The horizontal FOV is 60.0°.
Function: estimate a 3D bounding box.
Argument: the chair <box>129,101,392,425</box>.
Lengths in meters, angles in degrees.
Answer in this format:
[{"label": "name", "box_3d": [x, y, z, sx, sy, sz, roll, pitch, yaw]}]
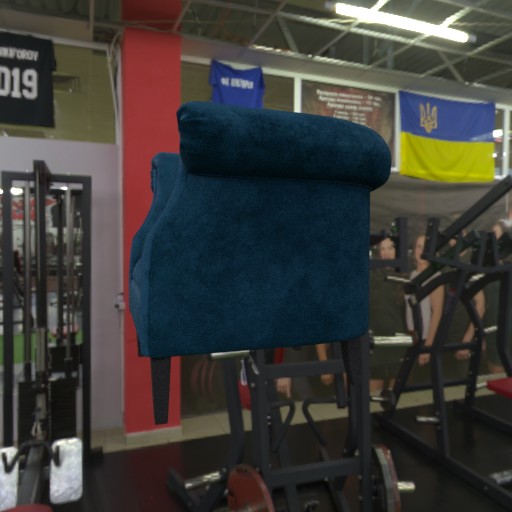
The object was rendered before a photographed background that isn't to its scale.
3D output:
[{"label": "chair", "box_3d": [0.000, 0.000, 1.574, 0.851, 0.826, 0.904, -1, 2, -18]}]
